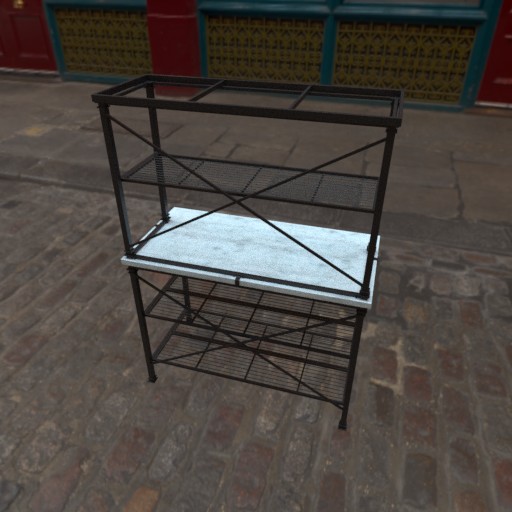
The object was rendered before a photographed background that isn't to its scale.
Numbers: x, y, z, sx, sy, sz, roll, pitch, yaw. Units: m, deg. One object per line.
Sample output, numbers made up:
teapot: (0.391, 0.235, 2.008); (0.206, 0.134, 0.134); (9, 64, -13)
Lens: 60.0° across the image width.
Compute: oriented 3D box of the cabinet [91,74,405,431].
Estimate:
cabinet: (0.000, 0.000, 2.296); (1.210, 1.659, 0.610); (9, 34, 14)
